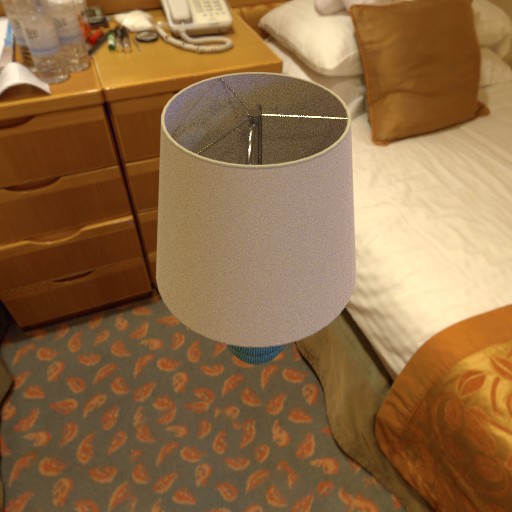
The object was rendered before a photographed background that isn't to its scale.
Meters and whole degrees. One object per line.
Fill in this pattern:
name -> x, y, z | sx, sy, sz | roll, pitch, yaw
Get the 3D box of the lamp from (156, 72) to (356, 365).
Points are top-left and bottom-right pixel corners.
lamp -> 0.000, 0.000, 0.562 | 0.254, 0.392, 0.254 | 0, 46, 0
